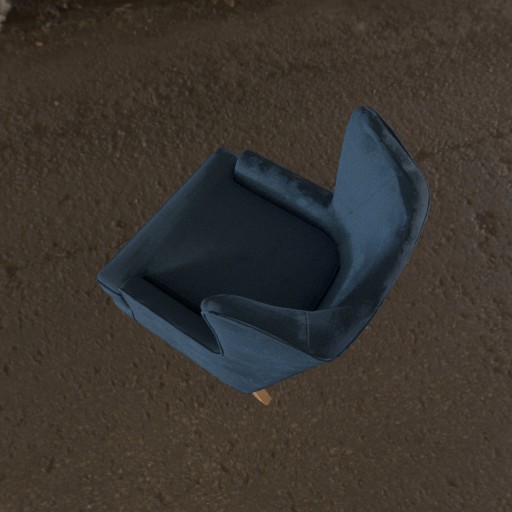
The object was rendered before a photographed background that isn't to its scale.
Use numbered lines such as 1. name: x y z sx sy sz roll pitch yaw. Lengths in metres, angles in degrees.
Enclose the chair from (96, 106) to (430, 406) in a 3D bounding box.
1. chair: 0.000 0.000 1.600 0.910 0.952 0.793 31 66 16
